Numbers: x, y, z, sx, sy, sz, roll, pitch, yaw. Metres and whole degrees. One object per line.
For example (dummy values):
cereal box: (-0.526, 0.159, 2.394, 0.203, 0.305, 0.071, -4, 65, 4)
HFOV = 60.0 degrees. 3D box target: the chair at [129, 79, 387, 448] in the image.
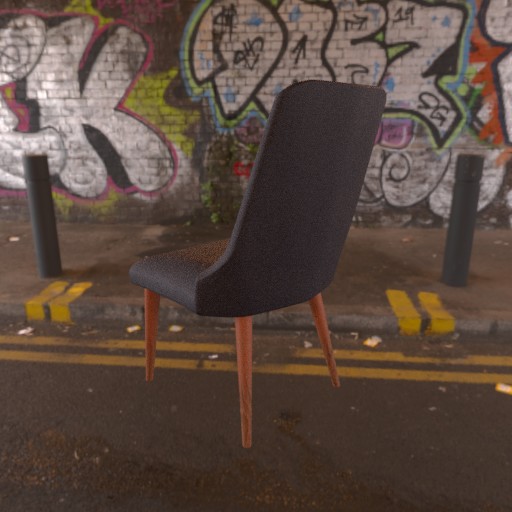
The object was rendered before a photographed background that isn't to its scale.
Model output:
chair: (0.000, 0.000, 1.168, 0.504, 0.820, 0.567, -16, 23, -42)
